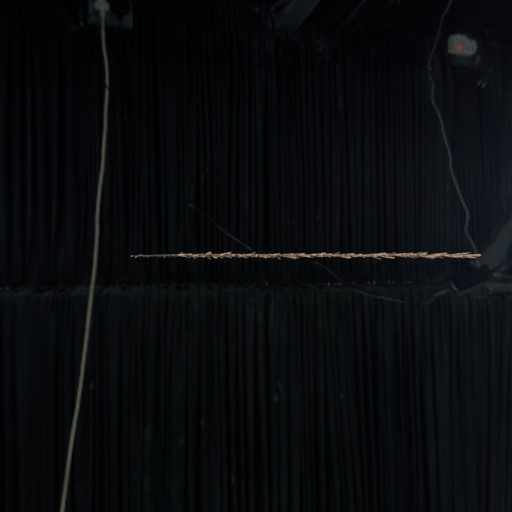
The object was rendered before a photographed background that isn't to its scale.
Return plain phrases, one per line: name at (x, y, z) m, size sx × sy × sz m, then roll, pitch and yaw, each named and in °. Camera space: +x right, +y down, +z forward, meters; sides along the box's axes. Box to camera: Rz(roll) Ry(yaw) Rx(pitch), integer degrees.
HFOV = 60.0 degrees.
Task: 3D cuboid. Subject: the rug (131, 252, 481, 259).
rug at (0.000, 0.000, 2.526) m, size 1.224 × 0.027 × 2.021 m, roll 0°, pitch 0°, yaw -20°
